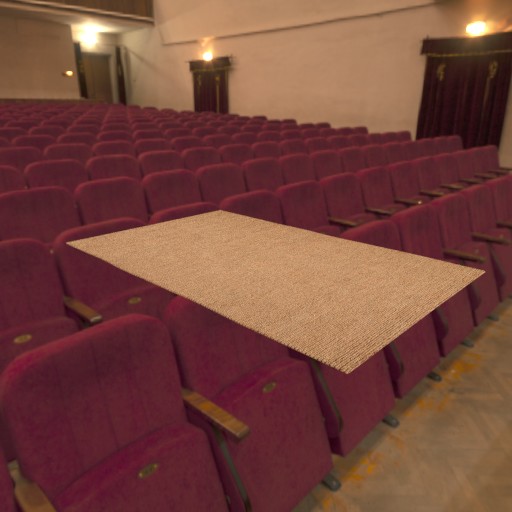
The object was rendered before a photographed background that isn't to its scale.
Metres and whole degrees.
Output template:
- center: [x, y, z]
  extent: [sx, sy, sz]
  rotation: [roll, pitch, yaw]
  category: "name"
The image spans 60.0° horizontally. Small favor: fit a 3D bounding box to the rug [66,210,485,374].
- center: [0.000, 0.000, 3.000]
  extent: [2.439, 0.011, 1.533]
  rotation: [17, 25, 41]
  category: "rug"
